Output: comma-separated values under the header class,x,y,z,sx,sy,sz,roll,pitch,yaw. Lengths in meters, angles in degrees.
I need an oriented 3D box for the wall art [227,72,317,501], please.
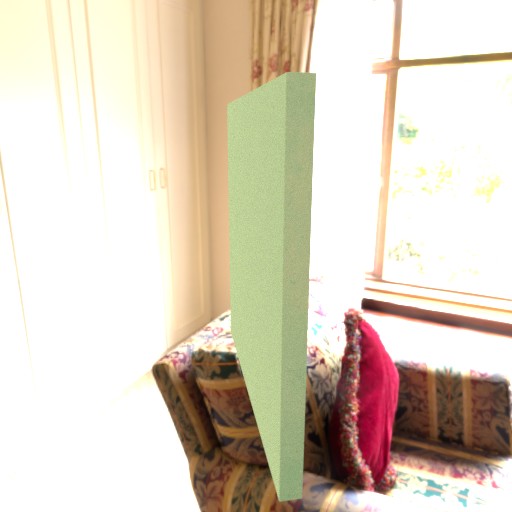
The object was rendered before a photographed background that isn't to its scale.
class,x,y,z,sx,sy,sz,roll,pitch,yaw
wall art,0.000,0.000,0.876,0.036,0.603,0.603,-3,16,-10
